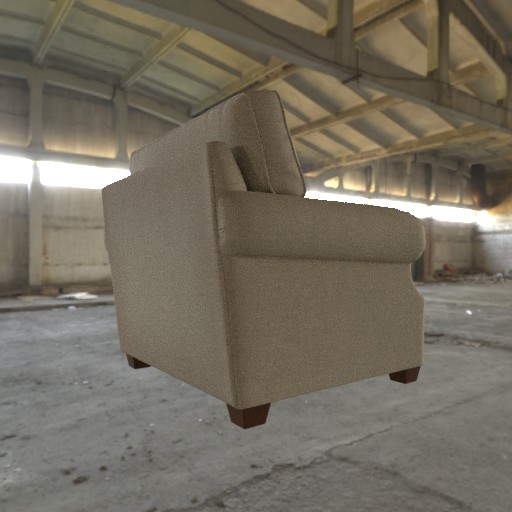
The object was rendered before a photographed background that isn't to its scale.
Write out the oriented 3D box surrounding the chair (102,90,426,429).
[{"bbox_3d":[0.000,0.000,1.794,0.965,0.961,1.092,0,0,-36],"label":"chair"}]
